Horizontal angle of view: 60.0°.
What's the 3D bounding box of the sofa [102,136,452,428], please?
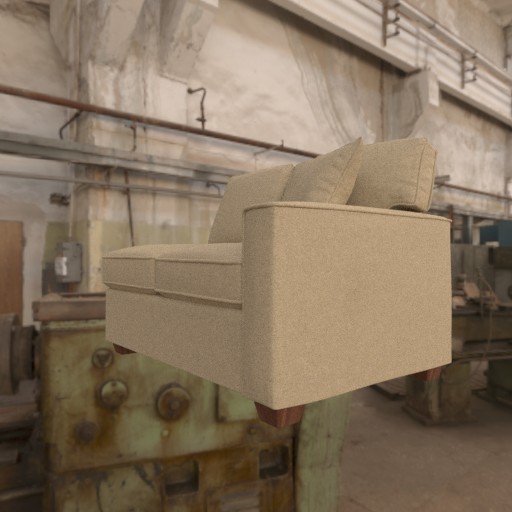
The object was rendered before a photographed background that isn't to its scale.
[{"bbox_3d":[0.000,0.000,2.046,0.991,0.989,1.388,0,0,-38],"label":"sofa"}]
